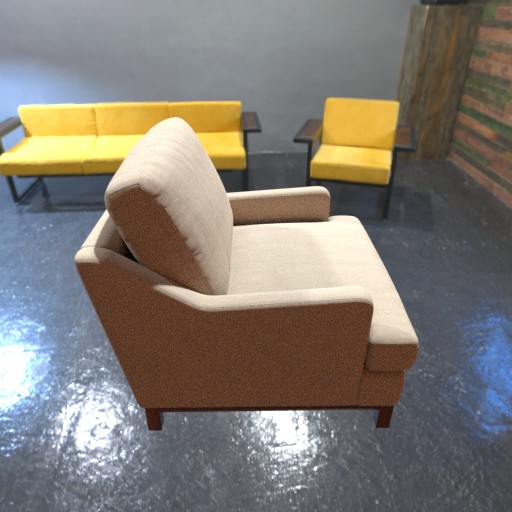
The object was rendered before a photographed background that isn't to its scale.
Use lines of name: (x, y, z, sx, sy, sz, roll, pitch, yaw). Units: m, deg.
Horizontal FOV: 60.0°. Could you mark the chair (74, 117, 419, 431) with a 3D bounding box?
chair: (0.000, 0.000, 1.692, 1.001, 0.916, 0.912, 0, 30, -1)
